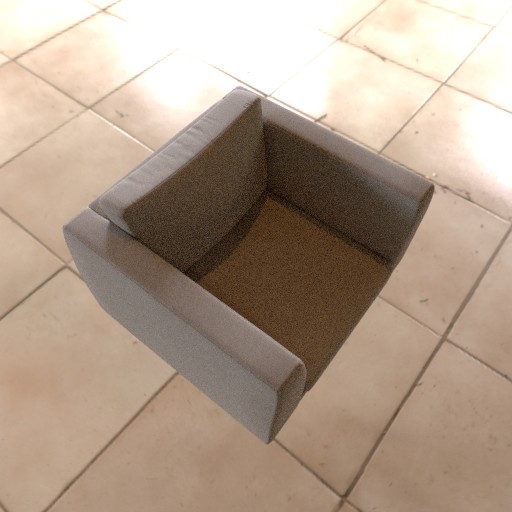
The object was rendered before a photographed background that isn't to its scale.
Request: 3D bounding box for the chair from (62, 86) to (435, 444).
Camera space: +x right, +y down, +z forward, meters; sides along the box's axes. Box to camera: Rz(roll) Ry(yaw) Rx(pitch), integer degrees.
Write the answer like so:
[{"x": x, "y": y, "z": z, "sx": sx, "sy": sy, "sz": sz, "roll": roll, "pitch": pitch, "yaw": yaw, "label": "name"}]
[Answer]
[{"x": 0.000, "y": 0.000, "z": 1.760, "sx": 0.930, "sy": 0.860, "sz": 1.000, "roll": 33, "pitch": 64, "yaw": 19, "label": "chair"}]
